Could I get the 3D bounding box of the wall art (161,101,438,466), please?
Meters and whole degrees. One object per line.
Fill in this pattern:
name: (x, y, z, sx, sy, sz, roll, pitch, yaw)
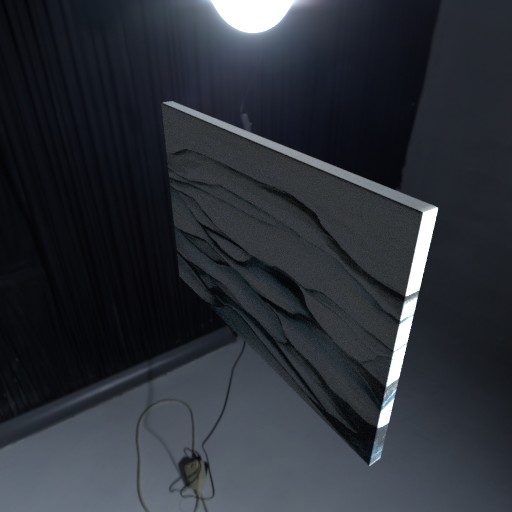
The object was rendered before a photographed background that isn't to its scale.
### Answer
wall art: (0.000, 0.000, 1.140, 0.039, 0.609, 0.914, -20, 36, -29)
